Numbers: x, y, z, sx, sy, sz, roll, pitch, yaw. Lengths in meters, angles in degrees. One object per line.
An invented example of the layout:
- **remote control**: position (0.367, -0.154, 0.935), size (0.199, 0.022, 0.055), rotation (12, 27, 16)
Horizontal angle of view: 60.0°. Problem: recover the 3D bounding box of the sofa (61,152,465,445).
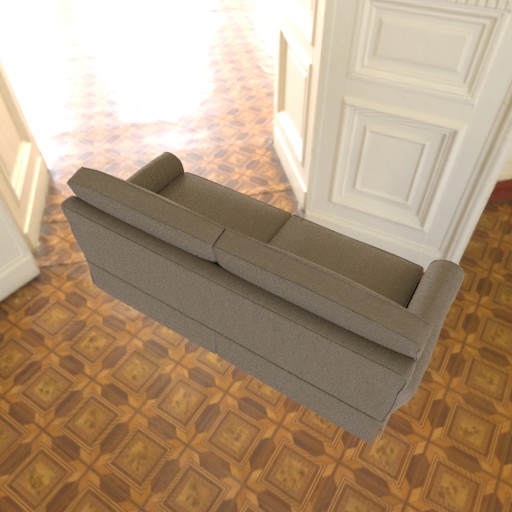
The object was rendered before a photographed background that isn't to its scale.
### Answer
- **sofa**: position (0.000, 0.000, 2.718), size (2.248, 0.943, 0.991), rotation (25, 52, 21)
